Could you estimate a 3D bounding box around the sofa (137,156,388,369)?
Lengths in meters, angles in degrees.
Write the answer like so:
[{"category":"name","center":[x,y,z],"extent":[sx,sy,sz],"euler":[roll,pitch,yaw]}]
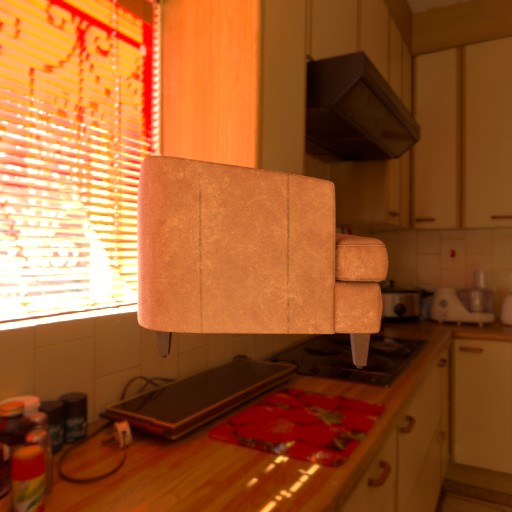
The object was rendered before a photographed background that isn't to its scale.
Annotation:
[{"category":"sofa","center":[0.000,0.000,2.630],"extent":[0.922,0.791,2.257],"euler":[0,0,0]}]
